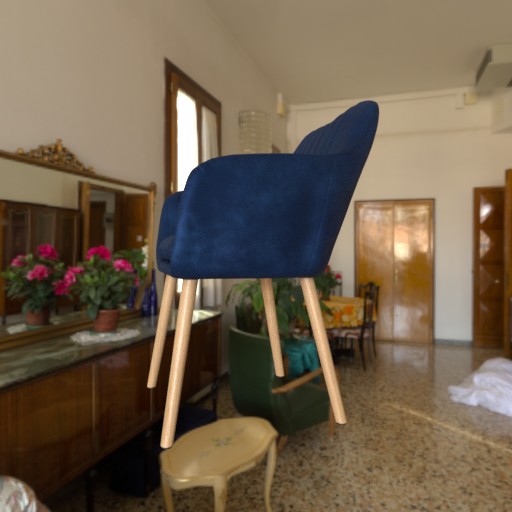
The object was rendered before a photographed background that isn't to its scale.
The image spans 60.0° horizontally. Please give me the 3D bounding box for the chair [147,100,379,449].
[{"bbox_3d":[0.000,0.000,1.253,0.573,0.826,0.578,0,1,-17],"label":"chair"}]
